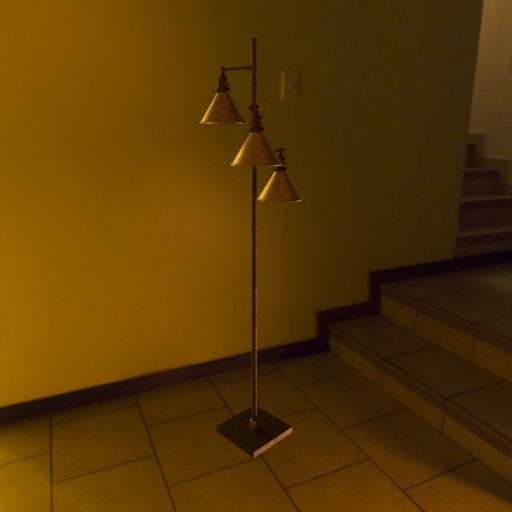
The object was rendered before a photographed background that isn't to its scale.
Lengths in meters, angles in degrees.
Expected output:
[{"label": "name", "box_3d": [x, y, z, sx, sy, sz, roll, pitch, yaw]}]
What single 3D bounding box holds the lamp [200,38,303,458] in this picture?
[{"label": "lamp", "box_3d": [0.000, 0.000, 1.917, 0.415, 1.716, 0.428, -14, 20, -43]}]
